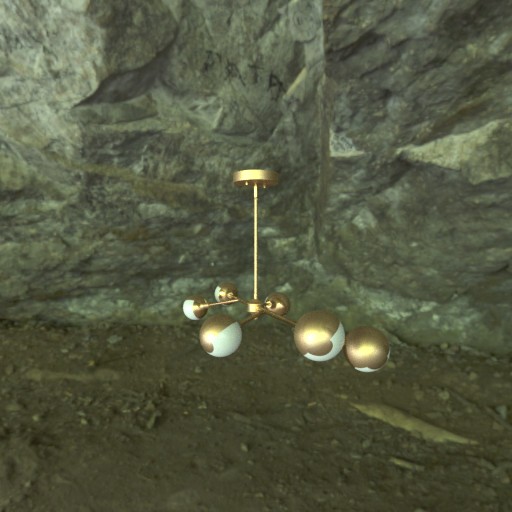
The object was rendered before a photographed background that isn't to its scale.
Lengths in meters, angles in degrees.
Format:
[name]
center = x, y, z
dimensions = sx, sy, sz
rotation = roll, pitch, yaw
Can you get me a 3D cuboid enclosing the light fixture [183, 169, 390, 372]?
[light fixture]
center = 0.000, 0.000, 0.979
dimensions = 0.434, 0.362, 0.778
rotation = 0, 0, 2
